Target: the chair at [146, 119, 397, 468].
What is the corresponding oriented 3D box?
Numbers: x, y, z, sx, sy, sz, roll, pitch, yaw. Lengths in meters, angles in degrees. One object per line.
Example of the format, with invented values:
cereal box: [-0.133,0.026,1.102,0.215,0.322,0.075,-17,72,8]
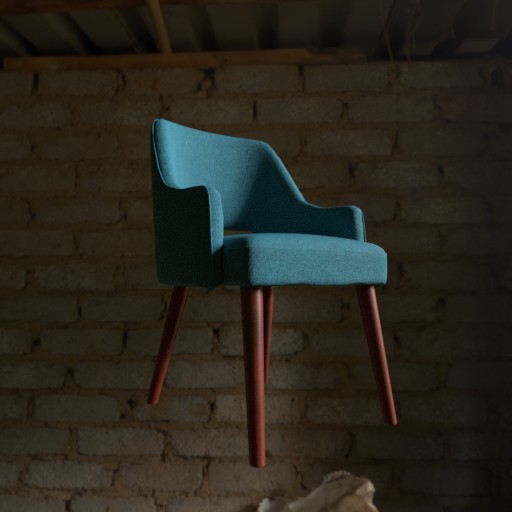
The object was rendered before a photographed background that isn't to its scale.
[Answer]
chair: [0.000,0.000,1.239,0.548,0.849,0.605,2,-3,-36]
